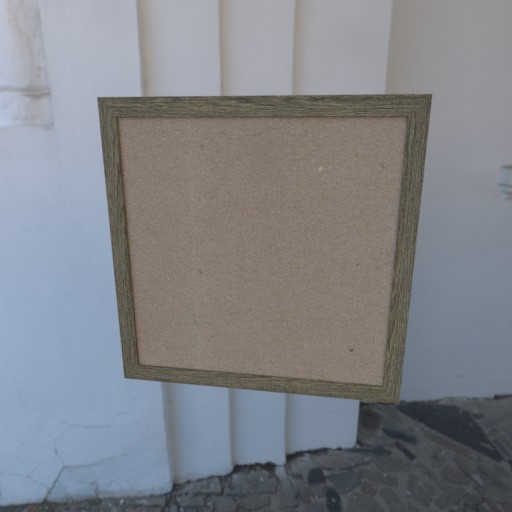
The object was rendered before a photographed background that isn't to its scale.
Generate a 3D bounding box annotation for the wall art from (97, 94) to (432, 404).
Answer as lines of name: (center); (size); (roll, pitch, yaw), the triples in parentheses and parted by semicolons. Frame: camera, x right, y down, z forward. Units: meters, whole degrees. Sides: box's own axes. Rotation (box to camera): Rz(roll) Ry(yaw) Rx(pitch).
wall art: (0.000, 0.000, 0.747); (0.508, 0.508, 0.019); (3, 17, 9)
